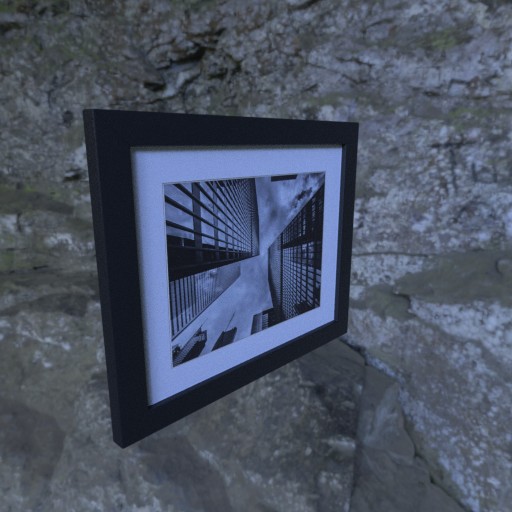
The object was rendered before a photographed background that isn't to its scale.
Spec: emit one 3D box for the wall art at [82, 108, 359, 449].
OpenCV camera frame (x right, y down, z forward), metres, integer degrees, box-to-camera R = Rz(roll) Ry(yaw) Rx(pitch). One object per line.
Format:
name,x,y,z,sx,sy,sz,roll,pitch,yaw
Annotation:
wall art,0.000,0.000,0.764,0.558,0.457,0.031,-14,20,-43
